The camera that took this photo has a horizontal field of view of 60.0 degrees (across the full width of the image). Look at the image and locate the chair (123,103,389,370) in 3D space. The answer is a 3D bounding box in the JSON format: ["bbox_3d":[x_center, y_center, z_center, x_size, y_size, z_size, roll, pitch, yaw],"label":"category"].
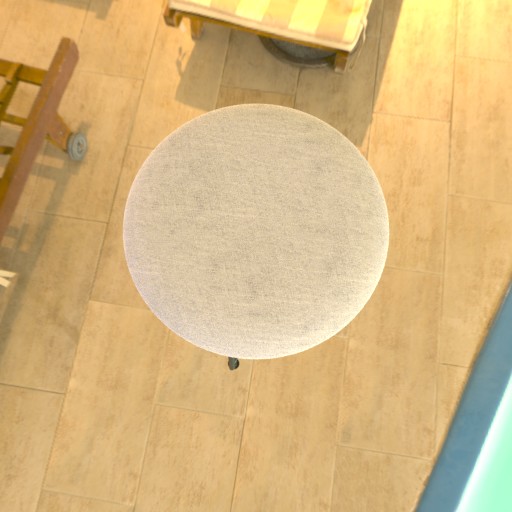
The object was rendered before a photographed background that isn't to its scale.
[{"bbox_3d":[0.000,0.000,0.671,0.350,0.386,0.350,14,77,3],"label":"chair"}]
